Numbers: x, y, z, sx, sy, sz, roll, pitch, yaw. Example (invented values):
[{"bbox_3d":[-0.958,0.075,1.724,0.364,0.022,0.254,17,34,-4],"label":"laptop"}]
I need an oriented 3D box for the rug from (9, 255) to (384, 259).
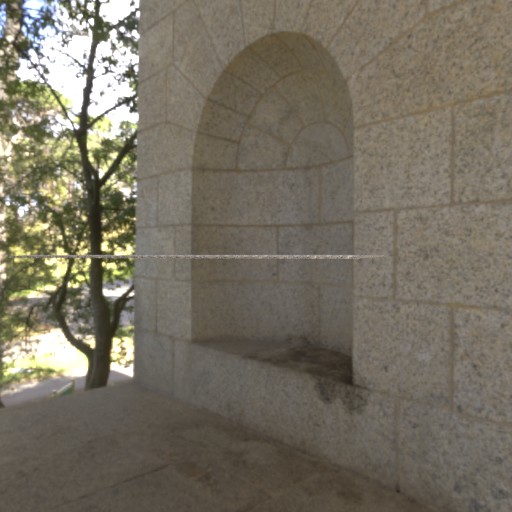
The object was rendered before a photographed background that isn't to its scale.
[{"bbox_3d":[0.000,0.000,2.919,1.548,0.013,2.486,0,0,18],"label":"rug"}]
